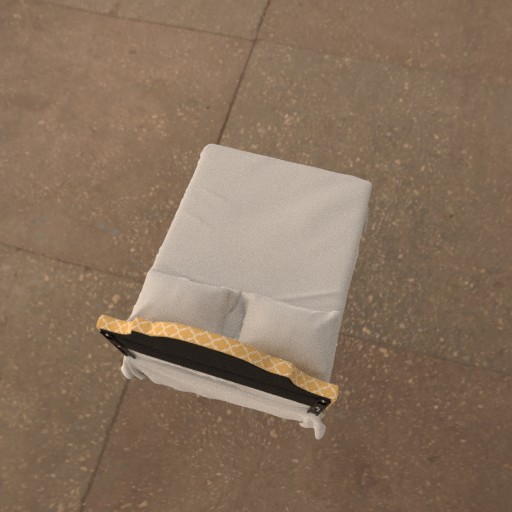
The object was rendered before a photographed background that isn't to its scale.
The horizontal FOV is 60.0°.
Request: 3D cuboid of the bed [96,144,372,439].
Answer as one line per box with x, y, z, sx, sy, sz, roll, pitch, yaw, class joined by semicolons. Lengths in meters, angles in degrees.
0.000;0.000;3.528;1.780;1.633;2.222;15;65;7;bed
